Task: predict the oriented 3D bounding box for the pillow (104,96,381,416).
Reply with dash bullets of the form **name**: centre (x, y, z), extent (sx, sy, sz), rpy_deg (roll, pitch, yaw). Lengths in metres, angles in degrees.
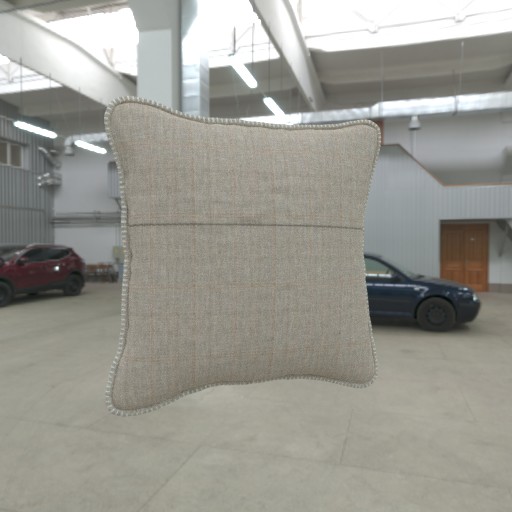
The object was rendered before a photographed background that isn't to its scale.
- **pillow**: centre (0.000, 0.000, 0.749), extent (0.485, 0.494, 0.124), rpy_deg (0, 2, -18)
